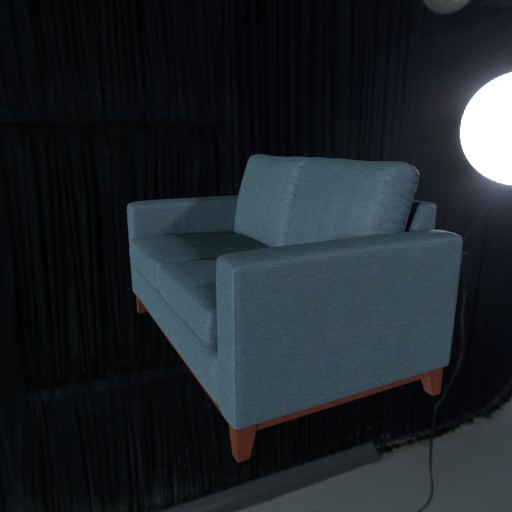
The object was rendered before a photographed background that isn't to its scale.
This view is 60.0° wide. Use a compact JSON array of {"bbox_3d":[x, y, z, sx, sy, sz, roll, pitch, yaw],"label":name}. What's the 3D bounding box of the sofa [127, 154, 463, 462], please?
[{"bbox_3d":[0.000,0.000,2.077,0.955,0.903,1.489,-7,16,-26],"label":"sofa"}]
